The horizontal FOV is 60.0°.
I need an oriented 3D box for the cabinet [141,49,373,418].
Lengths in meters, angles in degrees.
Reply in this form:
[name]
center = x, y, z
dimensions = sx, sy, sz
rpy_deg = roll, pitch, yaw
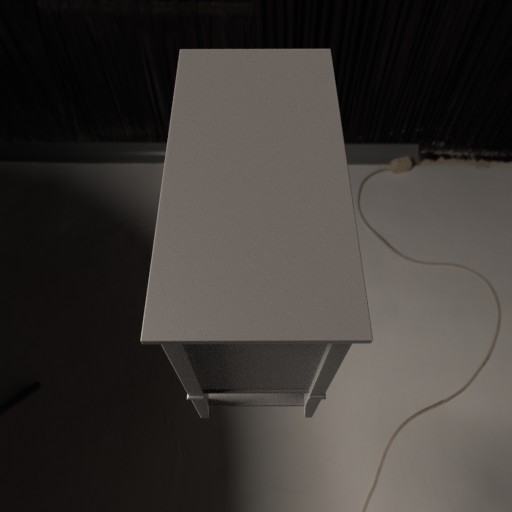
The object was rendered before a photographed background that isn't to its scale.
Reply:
[cabinet]
center = 0.000, 0.000, 1.293
dimensions = 0.396, 0.780, 0.801
rpy_deg = 0, 59, 0
